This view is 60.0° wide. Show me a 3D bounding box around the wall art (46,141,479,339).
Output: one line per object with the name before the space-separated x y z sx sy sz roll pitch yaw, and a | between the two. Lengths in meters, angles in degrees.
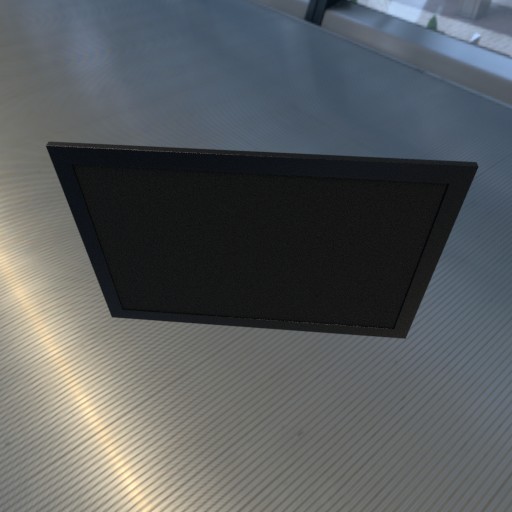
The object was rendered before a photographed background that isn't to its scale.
wall art | 0.000 0.000 0.837 0.660 0.447 0.013 4 46 4
